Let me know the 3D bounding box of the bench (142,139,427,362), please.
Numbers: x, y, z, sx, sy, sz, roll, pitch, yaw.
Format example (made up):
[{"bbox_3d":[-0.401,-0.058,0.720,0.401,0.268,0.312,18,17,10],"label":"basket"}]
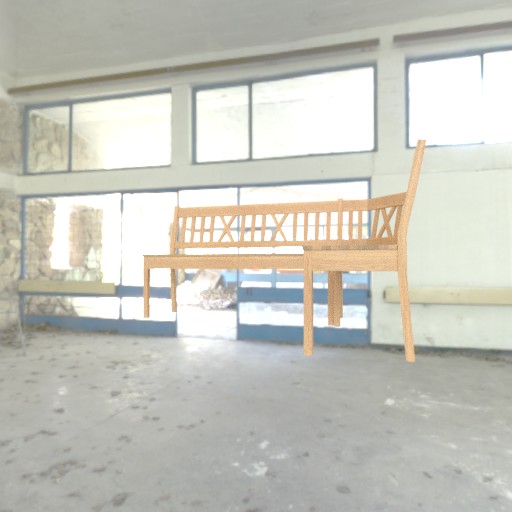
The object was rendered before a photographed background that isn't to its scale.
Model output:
[{"bbox_3d":[0.000,0.000,2.804,1.937,0.902,1.537,0,-1,18],"label":"bench"}]
